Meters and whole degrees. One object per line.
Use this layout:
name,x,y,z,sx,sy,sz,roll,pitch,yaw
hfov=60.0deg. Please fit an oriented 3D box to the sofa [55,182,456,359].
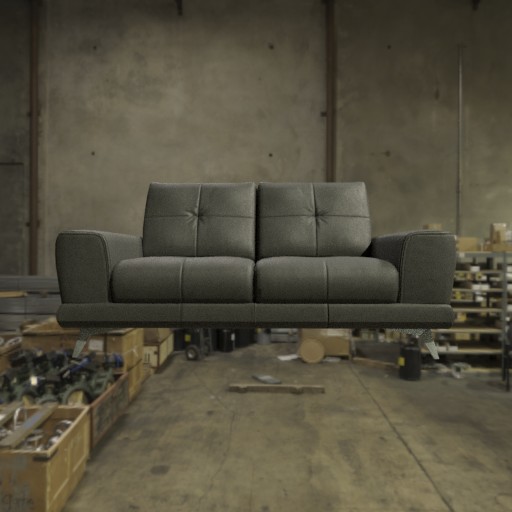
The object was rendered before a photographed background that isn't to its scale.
sofa,0.000,0.000,2.428,1.806,0.907,1.018,0,0,1
